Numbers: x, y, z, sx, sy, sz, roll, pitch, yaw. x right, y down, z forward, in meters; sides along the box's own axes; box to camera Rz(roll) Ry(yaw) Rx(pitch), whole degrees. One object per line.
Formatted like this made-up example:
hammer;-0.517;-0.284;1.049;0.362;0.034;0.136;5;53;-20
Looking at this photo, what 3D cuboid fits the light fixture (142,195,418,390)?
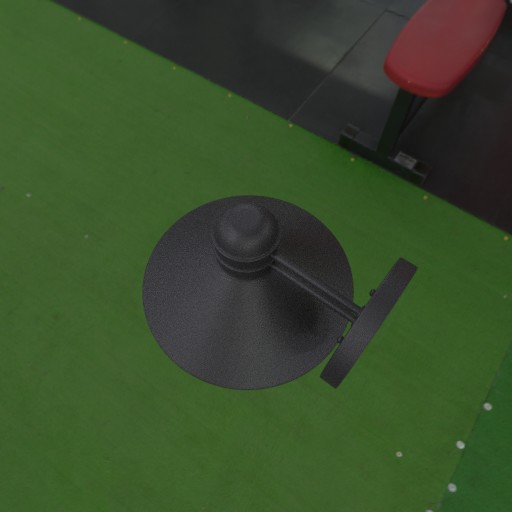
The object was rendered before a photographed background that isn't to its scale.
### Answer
light fixture;0.000;0.000;0.719;0.434;0.265;0.396;34;67;16
